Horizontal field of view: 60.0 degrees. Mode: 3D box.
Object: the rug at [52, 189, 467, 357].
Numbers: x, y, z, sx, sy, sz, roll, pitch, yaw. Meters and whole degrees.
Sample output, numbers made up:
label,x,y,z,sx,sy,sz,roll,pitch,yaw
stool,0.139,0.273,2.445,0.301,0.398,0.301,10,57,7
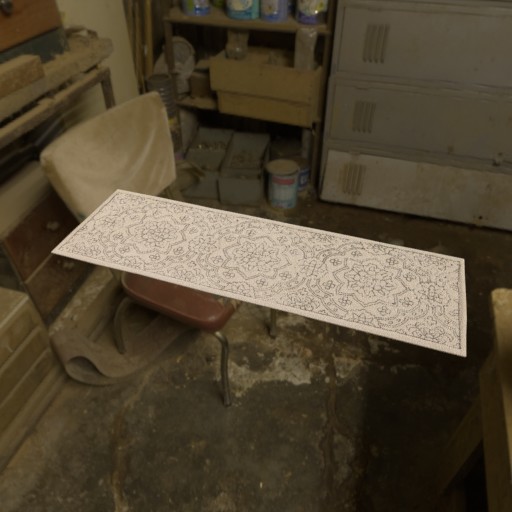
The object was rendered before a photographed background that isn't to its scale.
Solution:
label,x,y,z,sx,sy,sz,roll,pitch,yaw
rug,0.000,0.000,2.741,2.448,0.012,0.769,13,43,14
